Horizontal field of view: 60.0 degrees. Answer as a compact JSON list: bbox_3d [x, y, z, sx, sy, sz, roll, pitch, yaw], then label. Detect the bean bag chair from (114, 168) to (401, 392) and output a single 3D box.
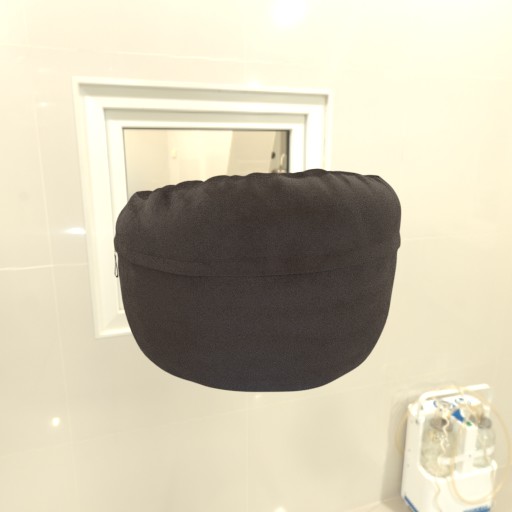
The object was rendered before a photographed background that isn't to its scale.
[{"bbox_3d":[0.000,0.000,2.039,1.245,0.821,1.245,0,13,0],"label":"bean bag chair"}]
